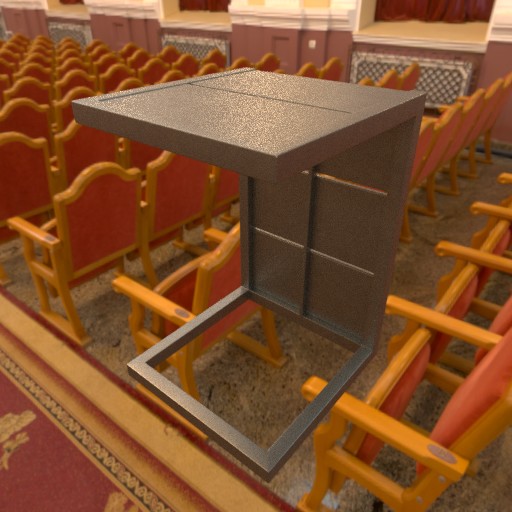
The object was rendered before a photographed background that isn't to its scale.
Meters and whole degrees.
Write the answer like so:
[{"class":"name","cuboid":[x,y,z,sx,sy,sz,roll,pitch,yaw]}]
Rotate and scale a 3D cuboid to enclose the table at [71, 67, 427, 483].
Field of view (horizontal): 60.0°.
[{"class":"table","cuboid":[0.000,0.000,0.879,0.405,0.609,0.420,23,39,33]}]
